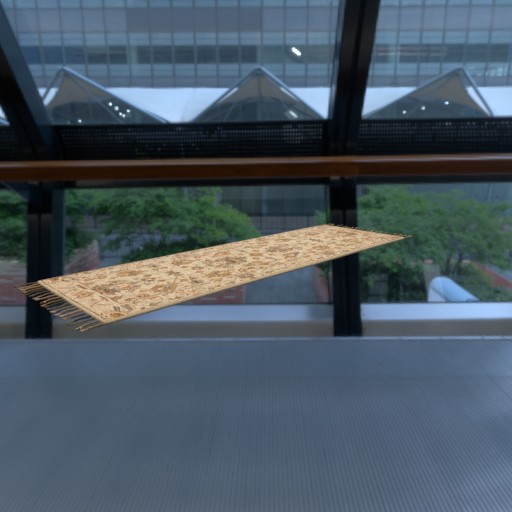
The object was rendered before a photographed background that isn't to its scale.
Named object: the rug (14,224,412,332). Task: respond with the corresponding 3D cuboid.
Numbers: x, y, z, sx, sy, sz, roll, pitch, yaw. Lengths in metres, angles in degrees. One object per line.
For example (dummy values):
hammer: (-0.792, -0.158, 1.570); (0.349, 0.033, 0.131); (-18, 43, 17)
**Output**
rug: (0.000, 0.000, 2.626); (2.438, 0.021, 0.729); (-13, 19, -42)
